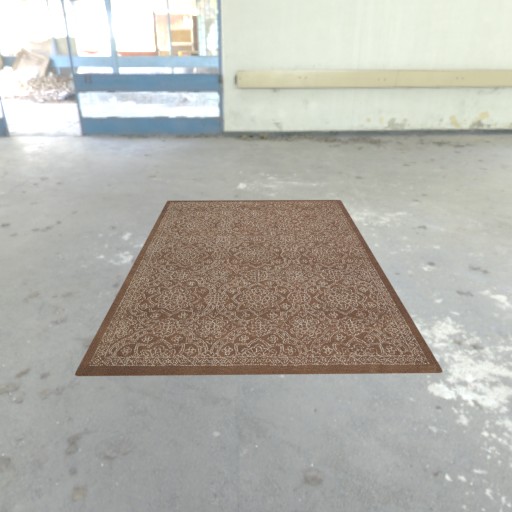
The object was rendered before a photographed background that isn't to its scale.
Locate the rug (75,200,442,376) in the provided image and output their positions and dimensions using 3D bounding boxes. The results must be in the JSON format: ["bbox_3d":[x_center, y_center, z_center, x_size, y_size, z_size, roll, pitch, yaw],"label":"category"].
[{"bbox_3d":[0.000,0.000,2.288,1.219,0.010,1.829,0,25,-1],"label":"rug"}]
